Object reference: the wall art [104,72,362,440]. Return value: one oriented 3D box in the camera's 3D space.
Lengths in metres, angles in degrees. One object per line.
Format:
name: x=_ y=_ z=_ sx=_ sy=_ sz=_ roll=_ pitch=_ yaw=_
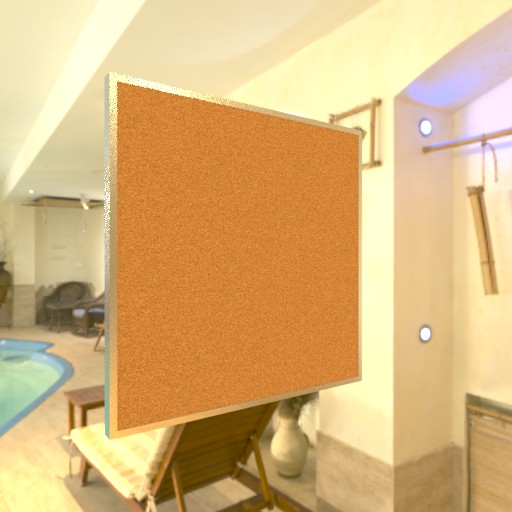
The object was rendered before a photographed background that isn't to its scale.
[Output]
wall art: x=0.000 y=0.000 z=1.216 sx=0.806 sy=0.806 sz=0.038 roll=0 pitch=0 yaw=-35
